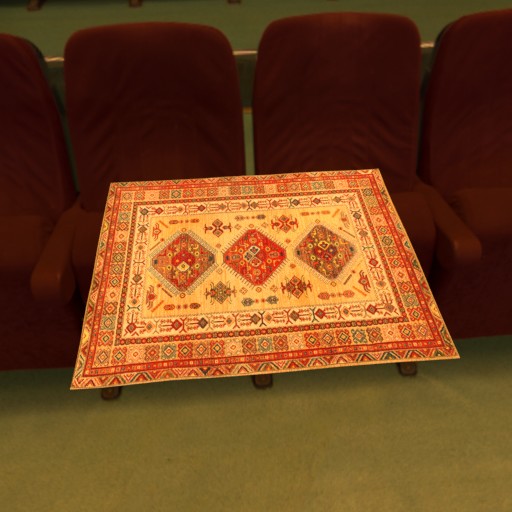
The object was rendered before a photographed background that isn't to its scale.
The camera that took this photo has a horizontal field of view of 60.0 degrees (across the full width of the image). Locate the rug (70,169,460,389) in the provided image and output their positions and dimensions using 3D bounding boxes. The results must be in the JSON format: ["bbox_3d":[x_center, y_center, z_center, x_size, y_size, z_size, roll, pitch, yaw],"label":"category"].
[{"bbox_3d":[0.000,0.000,4.257,3.067,0.005,2.460,-4,49,-3],"label":"rug"}]
